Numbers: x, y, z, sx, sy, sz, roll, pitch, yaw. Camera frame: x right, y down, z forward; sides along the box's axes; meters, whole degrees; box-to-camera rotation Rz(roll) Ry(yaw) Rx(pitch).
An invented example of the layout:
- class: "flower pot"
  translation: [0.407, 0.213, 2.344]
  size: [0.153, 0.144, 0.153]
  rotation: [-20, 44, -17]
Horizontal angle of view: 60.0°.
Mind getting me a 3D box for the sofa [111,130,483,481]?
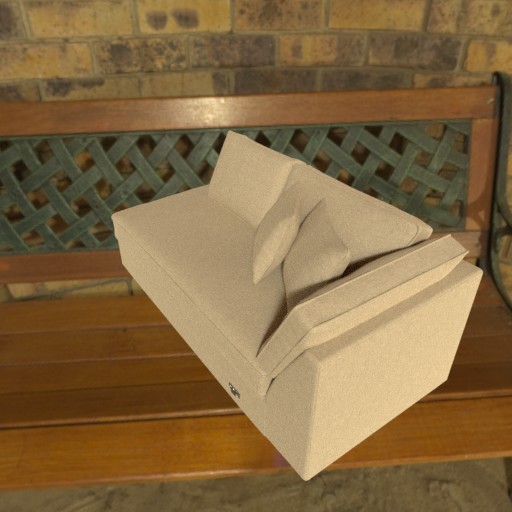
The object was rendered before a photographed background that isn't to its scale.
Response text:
- class: "sofa"
  translation: [0.000, 0.000, 2.765]
  size: [1.110, 1.033, 2.237]
  rotation: [-21, 38, -29]
